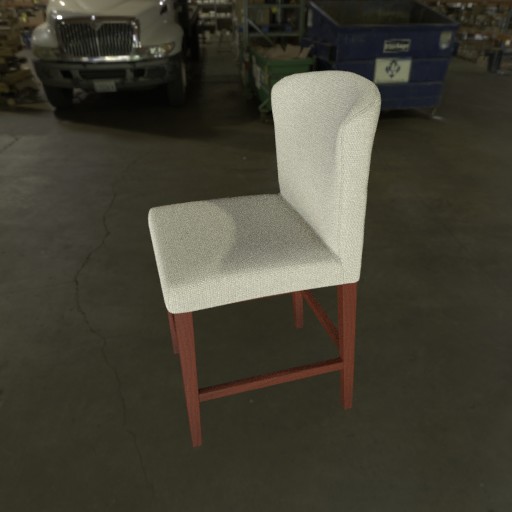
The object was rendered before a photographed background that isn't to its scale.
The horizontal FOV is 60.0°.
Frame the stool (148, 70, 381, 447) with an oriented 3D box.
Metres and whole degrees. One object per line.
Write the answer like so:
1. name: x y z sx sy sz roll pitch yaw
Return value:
1. stool: 0.000 0.000 1.293 0.568 0.969 0.481 -9 32 -14
